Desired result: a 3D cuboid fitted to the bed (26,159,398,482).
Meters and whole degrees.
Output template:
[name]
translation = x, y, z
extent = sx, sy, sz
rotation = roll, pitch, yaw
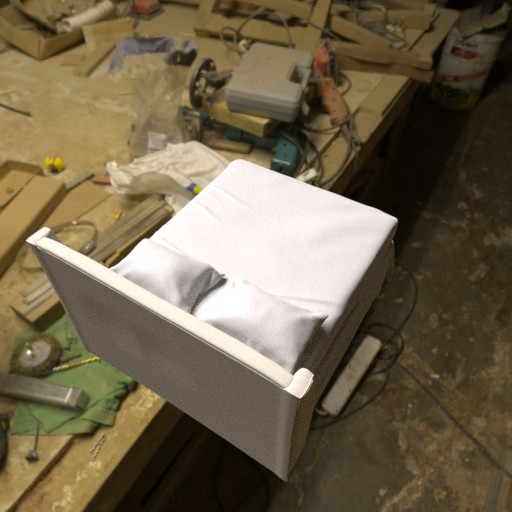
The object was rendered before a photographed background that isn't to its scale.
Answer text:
[bed]
translation = 0.000, 0.000, 3.460
extent = 1.925, 1.332, 2.276
rotation = 25, 53, 21
